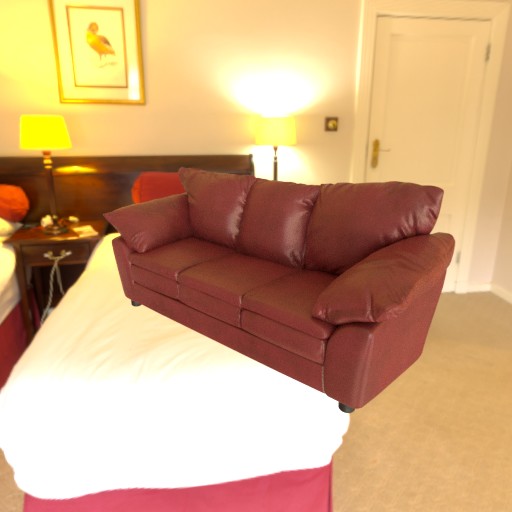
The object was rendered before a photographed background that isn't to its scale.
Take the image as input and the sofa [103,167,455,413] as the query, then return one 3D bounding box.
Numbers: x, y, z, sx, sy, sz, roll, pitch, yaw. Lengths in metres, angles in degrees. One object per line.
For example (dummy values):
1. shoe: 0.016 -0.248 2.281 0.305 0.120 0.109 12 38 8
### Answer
1. sofa: 0.000 0.000 2.945 2.390 1.091 0.907 16 23 41
